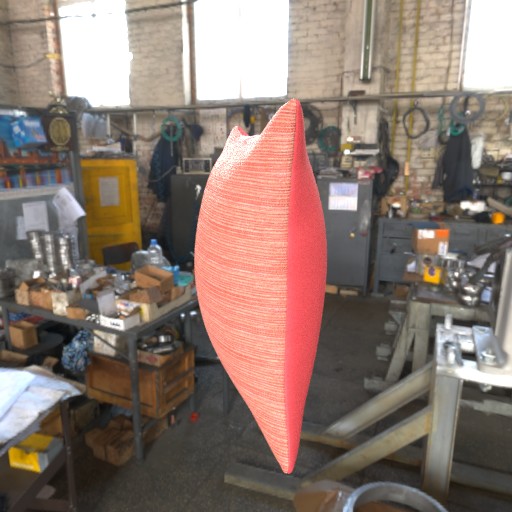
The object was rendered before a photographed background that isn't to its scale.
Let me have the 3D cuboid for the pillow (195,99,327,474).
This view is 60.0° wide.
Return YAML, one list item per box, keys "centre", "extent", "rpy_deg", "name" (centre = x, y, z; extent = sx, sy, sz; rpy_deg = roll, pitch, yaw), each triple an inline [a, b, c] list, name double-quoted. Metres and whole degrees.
- centre: [0.000, 0.000, 0.827]
  extent: [0.229, 0.501, 0.559]
  rpy_deg: [-2, 14, -10]
  name: "pillow"
